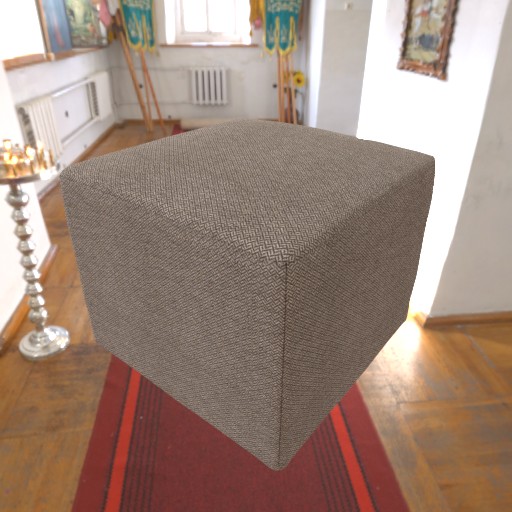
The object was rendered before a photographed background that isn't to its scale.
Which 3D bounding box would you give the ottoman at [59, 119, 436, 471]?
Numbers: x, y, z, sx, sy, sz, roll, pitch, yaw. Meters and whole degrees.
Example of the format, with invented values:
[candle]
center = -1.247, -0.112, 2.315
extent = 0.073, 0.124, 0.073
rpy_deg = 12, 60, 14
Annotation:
[ottoman]
center = 0.000, 0.000, 0.906
extent = 0.512, 0.453, 0.519
rpy_deg = 22, 37, 33
